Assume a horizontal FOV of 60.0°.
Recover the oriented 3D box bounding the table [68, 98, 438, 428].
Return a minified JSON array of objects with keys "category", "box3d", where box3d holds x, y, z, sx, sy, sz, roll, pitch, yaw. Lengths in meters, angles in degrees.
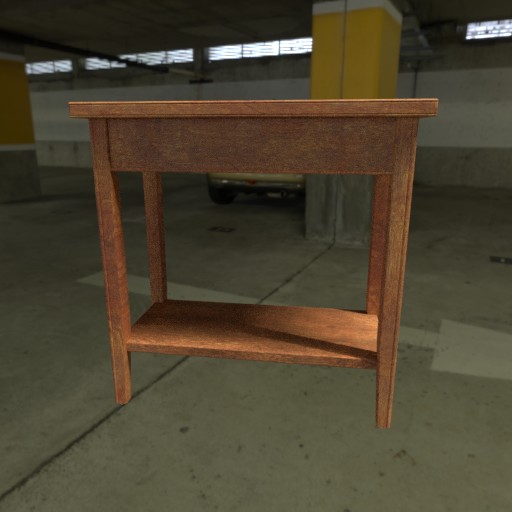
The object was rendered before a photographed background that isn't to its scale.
[{"category":"table","box3d":[0.000,0.000,0.947,0.610,0.610,0.305,2,16,8]}]
